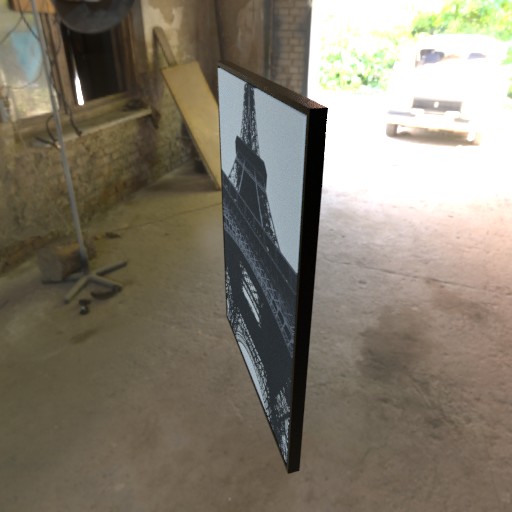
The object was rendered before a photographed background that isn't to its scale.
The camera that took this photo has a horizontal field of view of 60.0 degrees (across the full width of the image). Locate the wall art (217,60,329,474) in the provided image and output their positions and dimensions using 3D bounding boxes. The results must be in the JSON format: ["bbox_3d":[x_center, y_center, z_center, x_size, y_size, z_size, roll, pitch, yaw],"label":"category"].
[{"bbox_3d":[0.000,0.000,1.408,0.040,1.062,0.805,-8,31,-14],"label":"wall art"}]
